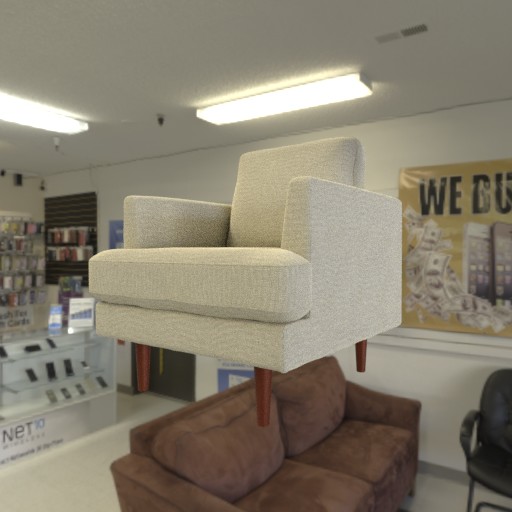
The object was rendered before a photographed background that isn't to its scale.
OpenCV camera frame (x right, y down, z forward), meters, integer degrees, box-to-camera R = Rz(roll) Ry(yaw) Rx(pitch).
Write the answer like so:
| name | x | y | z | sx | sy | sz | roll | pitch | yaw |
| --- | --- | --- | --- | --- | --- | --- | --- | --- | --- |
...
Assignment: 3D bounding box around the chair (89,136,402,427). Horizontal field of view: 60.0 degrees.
| name | x | y | z | sx | sy | sz | roll | pitch | yaw |
| --- | --- | --- | --- | --- | --- | --- | --- | --- | --- |
| chair | 0.000 | 0.000 | 1.670 | 0.858 | 0.957 | 0.899 | 1 | 1 | 37 |
